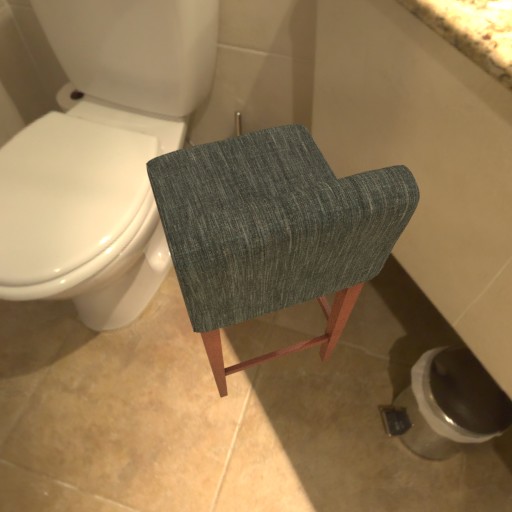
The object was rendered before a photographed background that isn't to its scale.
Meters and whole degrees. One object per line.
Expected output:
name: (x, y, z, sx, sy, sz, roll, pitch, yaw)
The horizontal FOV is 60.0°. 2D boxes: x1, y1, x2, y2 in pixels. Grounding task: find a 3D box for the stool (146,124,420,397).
stool: (0.000, 0.000, 1.094, 0.395, 0.835, 0.459, -16, 59, -10)
